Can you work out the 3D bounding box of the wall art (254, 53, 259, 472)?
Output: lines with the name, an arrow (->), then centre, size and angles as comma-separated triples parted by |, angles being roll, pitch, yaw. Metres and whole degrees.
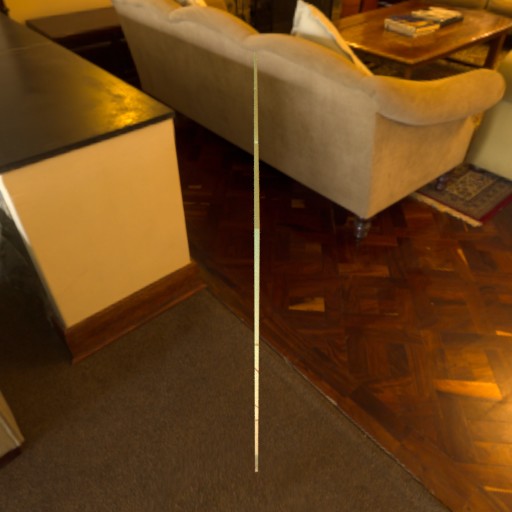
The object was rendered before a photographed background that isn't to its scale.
wall art -> 0.000, 0.000, 2.271 | 0.013, 1.523, 1.517 | 0, 41, 0
